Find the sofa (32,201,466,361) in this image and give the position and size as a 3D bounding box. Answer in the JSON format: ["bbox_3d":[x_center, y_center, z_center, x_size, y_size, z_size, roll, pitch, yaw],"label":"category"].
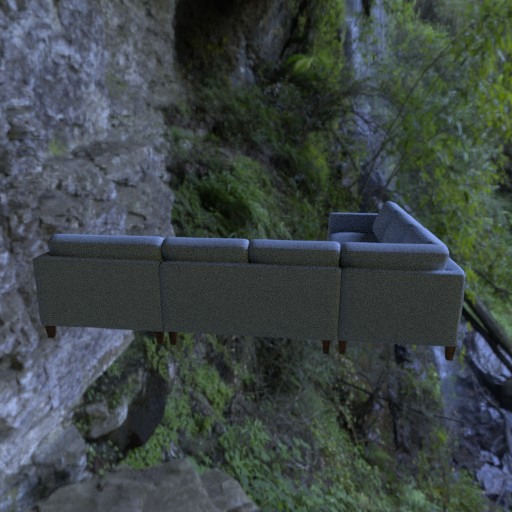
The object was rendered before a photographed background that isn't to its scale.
[{"bbox_3d":[0.000,0.000,4.642,3.403,0.889,2.551,2,16,7],"label":"sofa"}]
